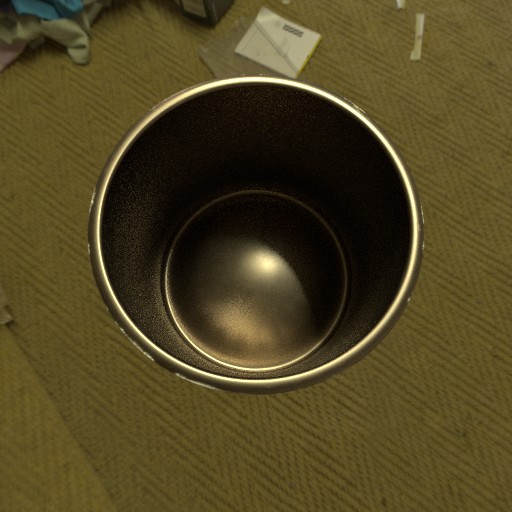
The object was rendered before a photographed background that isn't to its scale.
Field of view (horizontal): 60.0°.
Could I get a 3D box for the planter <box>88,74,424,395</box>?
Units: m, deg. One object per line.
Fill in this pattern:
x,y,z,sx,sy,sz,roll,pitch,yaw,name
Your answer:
0.000,0.000,0.433,0.254,0.221,0.254,0,75,0,planter
